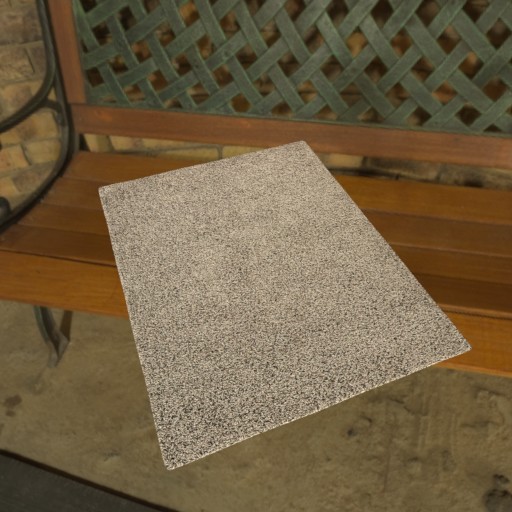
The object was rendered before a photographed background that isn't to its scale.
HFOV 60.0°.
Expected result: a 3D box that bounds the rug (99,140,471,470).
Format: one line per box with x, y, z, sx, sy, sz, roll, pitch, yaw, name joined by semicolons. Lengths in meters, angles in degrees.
0.000;0.000;4.099;2.438;0.029;3.047;-16;50;-14;rug
